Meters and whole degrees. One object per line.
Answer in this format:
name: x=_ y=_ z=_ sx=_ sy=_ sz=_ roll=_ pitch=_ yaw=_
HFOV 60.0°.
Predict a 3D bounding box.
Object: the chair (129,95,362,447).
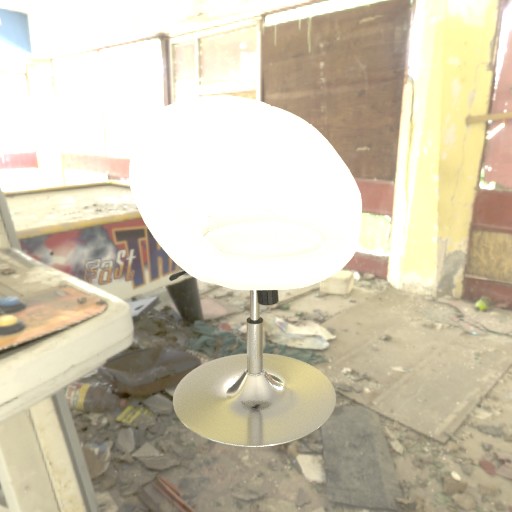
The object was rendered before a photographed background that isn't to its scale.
chair: x=0.000 y=0.000 z=1.790 sx=0.940 sy=1.261 sz=0.736 roll=-8 pitch=18 yaw=-26
